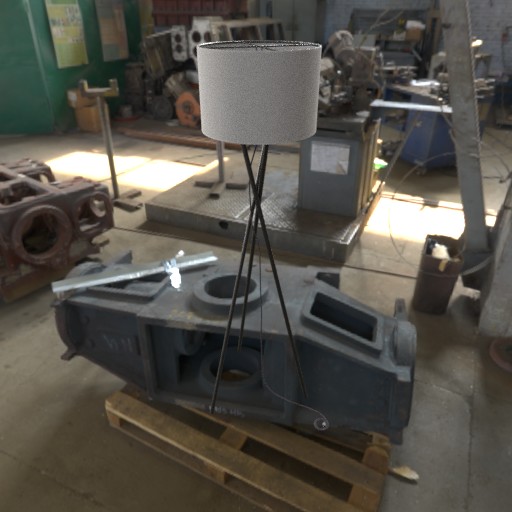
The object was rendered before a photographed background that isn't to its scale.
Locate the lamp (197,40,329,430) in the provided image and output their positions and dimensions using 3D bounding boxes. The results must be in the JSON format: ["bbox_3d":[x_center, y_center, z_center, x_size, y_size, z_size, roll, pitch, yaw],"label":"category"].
[{"bbox_3d":[0.000,0.000,1.893,0.522,1.624,0.667,-10,31,-17],"label":"lamp"}]
